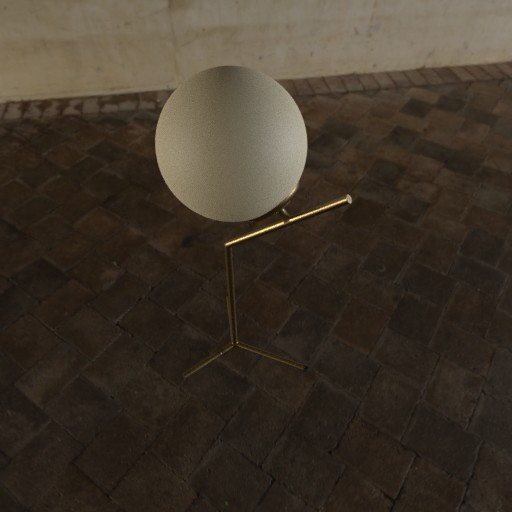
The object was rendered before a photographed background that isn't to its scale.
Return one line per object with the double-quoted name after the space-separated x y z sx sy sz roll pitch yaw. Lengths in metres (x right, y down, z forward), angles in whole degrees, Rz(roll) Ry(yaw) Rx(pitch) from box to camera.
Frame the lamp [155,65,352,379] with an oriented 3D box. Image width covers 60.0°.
0.000 0.000 0.675 0.251 0.552 0.210 17 48 15 "lamp"
